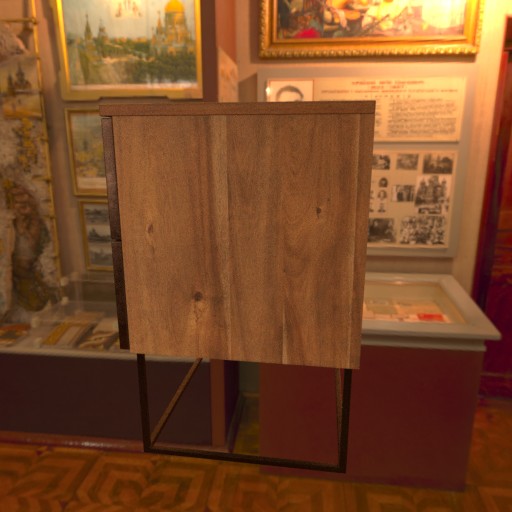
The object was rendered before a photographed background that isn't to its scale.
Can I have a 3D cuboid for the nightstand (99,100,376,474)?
[{"bbox_3d":[0.000,0.000,1.006,0.427,0.611,0.605,2,14,8],"label":"nightstand"}]
